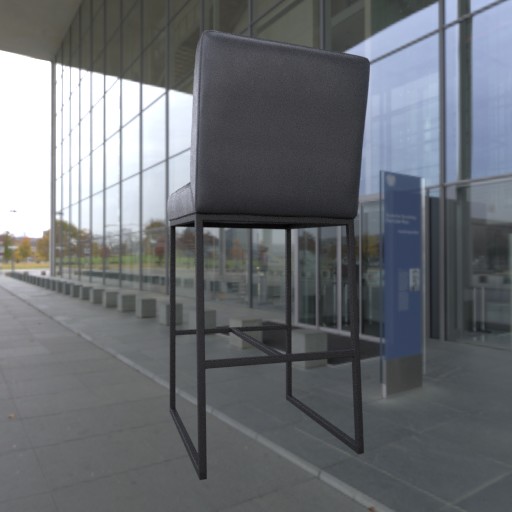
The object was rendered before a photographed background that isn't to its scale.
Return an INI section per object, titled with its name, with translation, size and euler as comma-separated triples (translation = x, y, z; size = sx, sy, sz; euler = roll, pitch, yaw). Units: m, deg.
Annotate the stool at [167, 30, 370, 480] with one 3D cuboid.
[stool]
translation = 0.000, 0.000, 1.320
size = 0.457, 1.040, 0.552
euler = 0, -1, -19
